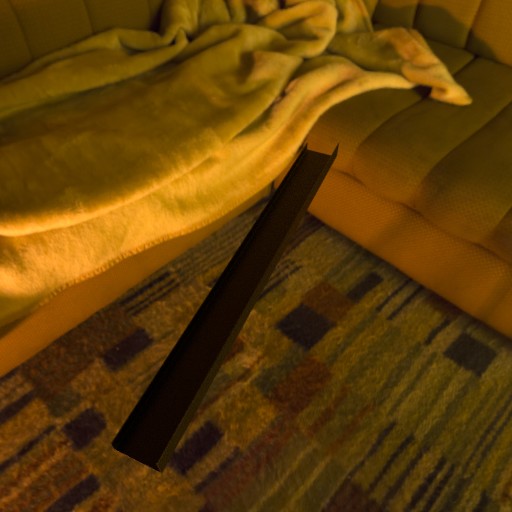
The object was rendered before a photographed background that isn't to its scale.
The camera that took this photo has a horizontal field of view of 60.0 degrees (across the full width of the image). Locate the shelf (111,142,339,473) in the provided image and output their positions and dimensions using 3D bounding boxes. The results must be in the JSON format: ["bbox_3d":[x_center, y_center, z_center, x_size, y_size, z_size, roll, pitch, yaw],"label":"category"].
[{"bbox_3d":[0.000,0.000,0.973,0.092,0.049,0.924,18,50,16],"label":"shelf"}]
